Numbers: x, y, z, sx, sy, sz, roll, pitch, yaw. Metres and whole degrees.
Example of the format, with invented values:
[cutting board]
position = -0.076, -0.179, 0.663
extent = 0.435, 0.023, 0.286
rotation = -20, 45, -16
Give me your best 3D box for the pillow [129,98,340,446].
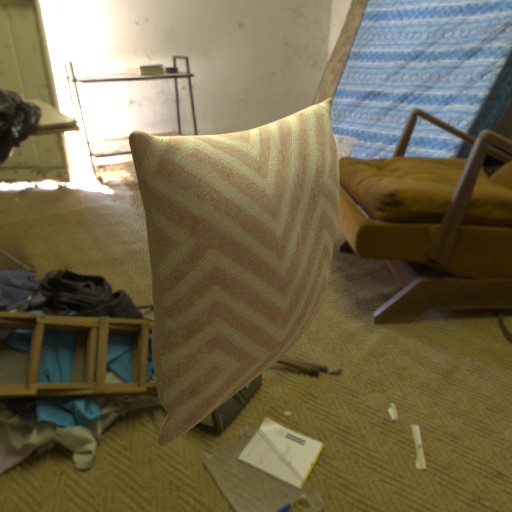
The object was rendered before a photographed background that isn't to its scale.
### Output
[pillow]
position = 0.000, 0.000, 0.689
extent = 0.182, 0.441, 0.440
rotation = 18, 31, 32
